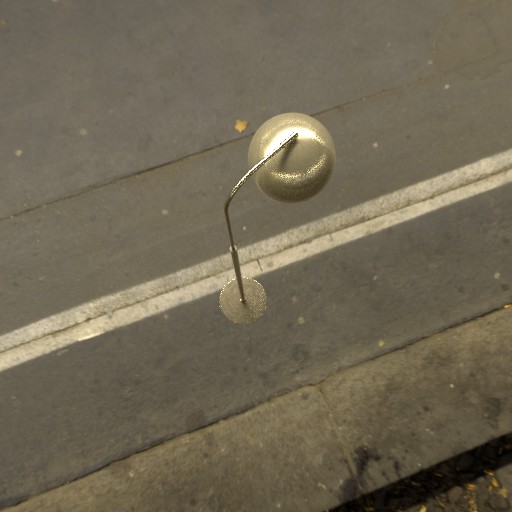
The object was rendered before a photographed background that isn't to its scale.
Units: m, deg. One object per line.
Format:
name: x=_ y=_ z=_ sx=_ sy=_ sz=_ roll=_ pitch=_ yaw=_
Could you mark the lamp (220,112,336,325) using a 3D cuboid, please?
lamp: x=0.000 y=0.000 z=1.648 sx=0.431 sy=1.526 sz=0.250 roll=-41 pitch=80 yaw=-9
